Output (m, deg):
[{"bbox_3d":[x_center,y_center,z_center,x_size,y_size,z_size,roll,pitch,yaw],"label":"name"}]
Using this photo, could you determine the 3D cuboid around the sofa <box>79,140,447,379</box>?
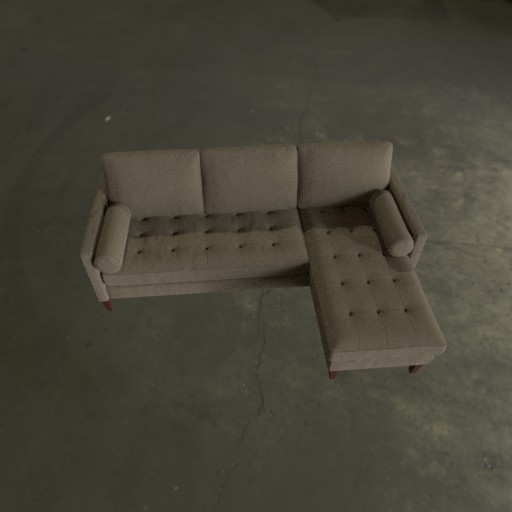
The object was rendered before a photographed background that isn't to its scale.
[{"bbox_3d":[0.000,0.000,2.902,2.178,0.875,1.506,-3,46,-3],"label":"sofa"}]
